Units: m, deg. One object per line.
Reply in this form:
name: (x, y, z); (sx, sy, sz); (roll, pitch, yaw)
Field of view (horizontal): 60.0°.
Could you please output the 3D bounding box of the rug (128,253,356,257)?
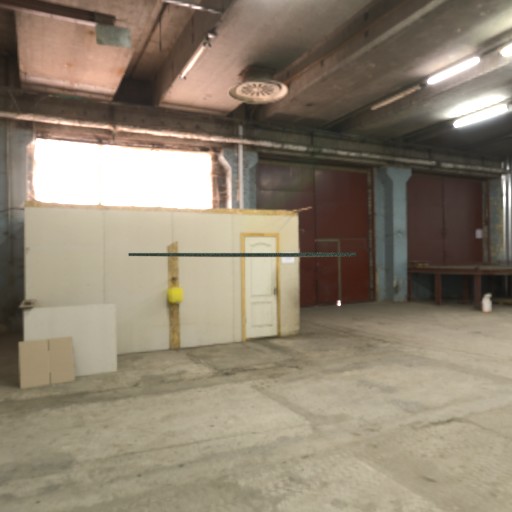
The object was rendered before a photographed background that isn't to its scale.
rug: (0.000, 0.000, 2.664); (0.744, 0.010, 2.441); (0, 0, 2)
